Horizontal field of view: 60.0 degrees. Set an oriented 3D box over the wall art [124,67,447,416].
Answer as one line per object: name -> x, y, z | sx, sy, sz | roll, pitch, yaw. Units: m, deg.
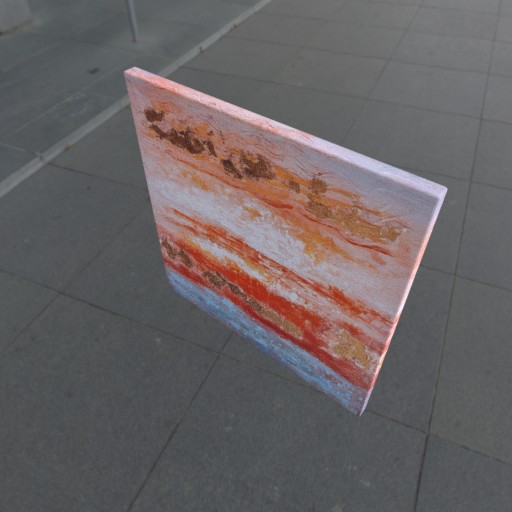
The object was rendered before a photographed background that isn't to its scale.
wall art -> 0.000, 0.000, 1.114 | 0.747, 0.747, 0.035 | 30, 52, 26
